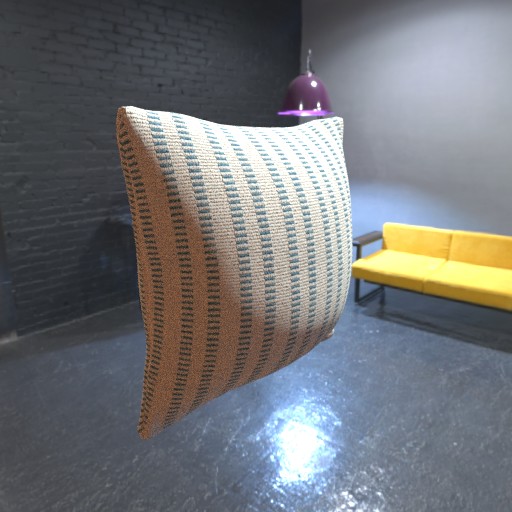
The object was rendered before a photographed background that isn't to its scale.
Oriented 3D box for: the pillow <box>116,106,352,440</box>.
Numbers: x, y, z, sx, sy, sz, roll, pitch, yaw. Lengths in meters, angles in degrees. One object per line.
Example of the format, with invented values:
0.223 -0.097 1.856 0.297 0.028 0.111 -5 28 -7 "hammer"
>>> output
0.000 0.000 0.679 0.247 0.419 0.438 14 20 41 "pillow"
